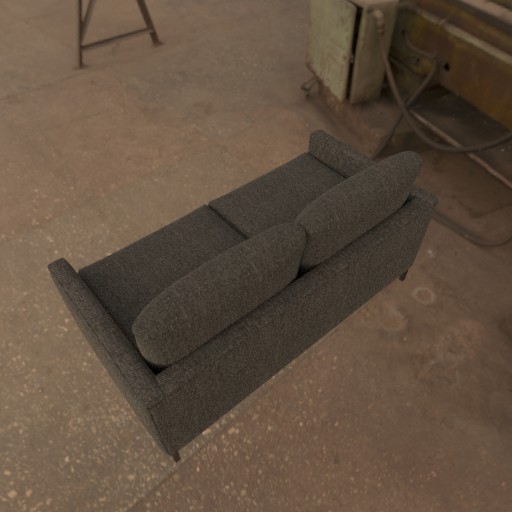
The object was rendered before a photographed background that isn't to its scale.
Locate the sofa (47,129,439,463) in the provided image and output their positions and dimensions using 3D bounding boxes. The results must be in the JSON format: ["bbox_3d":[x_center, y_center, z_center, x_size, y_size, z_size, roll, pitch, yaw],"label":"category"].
[{"bbox_3d":[0.000,0.000,2.211,1.716,0.862,0.866,-32,55,-26],"label":"sofa"}]
